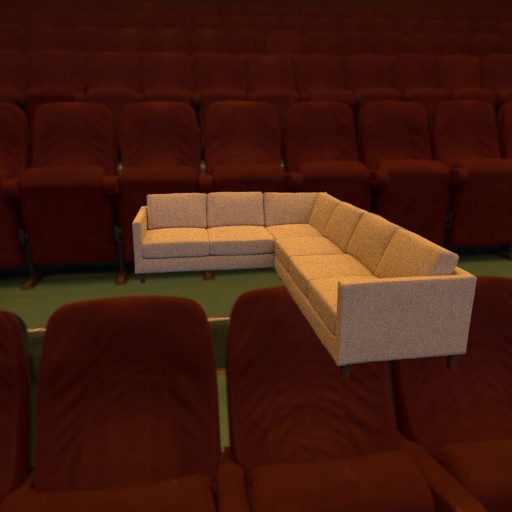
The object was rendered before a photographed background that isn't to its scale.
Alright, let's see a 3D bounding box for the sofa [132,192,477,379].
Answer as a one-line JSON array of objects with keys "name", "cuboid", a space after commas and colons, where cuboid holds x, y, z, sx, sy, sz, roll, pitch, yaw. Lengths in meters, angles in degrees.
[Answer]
[{"name": "sofa", "cuboid": [0.000, 0.000, 4.265, 2.432, 0.863, 3.182, -2, 16, -8]}]
